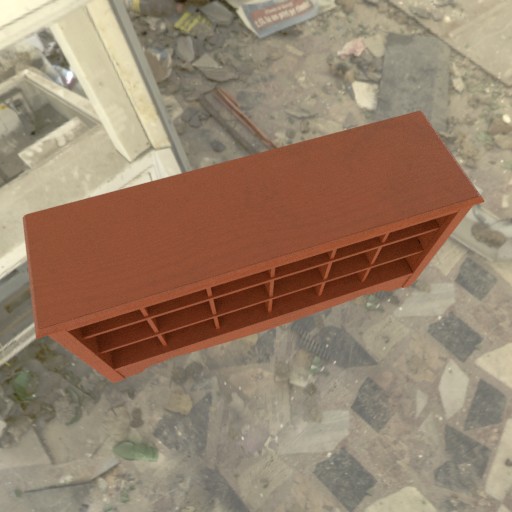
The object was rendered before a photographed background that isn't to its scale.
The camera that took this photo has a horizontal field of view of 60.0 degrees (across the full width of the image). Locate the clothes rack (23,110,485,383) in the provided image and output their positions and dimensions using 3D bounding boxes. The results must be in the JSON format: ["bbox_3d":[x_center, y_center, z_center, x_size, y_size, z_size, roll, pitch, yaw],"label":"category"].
[{"bbox_3d":[0.000,0.000,1.497,1.251,0.594,0.362,-17,64,-9],"label":"clothes rack"}]
